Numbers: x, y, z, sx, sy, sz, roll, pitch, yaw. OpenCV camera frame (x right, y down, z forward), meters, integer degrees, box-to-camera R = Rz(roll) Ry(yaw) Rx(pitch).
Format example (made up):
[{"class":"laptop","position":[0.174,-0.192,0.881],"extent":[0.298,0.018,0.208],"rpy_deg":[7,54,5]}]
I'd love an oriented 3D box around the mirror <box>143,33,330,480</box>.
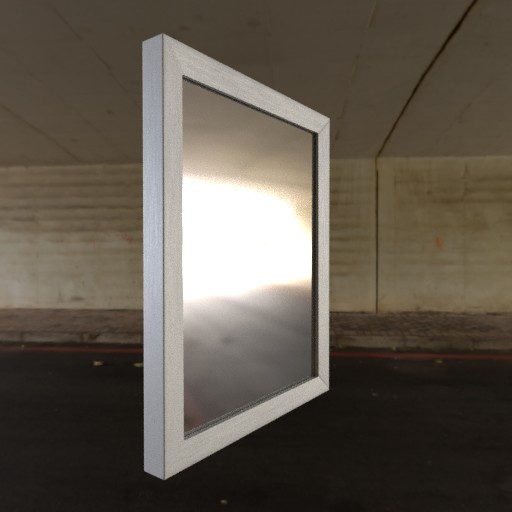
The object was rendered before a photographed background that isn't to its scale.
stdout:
[{"class":"mirror","position":[0.000,0.000,0.677],"extent":[0.041,0.508,0.405],"rpy_deg":[1,1,37]}]
